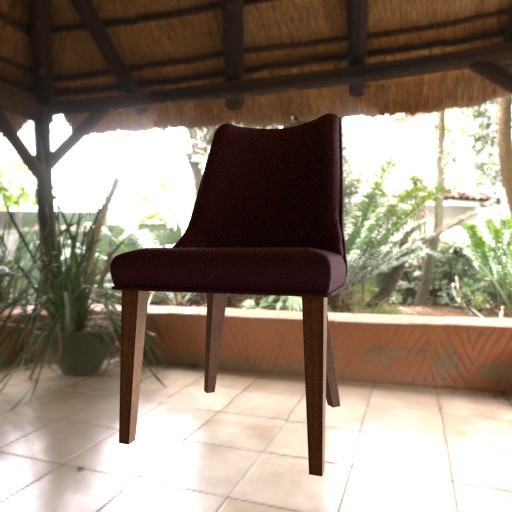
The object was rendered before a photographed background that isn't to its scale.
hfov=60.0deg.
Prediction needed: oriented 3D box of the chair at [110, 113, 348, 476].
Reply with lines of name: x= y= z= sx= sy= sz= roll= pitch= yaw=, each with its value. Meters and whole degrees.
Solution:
chair: x=0.000 y=0.000 z=1.297 sx=0.548 sy=0.916 sz=0.638 roll=0 pitch=1 yaw=19
